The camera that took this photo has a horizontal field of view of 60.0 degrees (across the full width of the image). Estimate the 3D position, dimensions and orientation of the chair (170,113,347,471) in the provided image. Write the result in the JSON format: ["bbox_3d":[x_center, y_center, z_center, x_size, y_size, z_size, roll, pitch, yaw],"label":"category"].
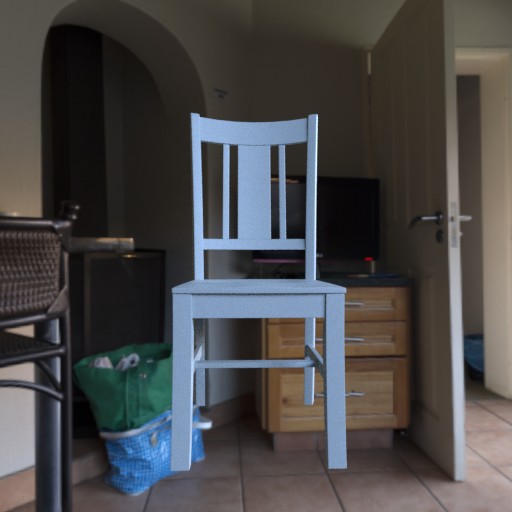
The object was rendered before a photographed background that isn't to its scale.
[{"bbox_3d":[0.000,0.000,1.301,0.450,0.998,0.555,0,0,-2],"label":"chair"}]
